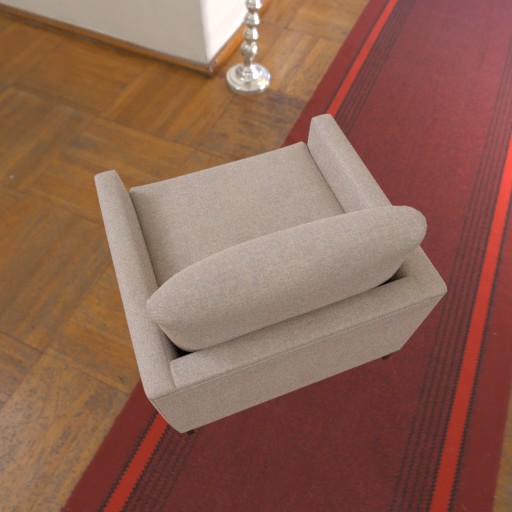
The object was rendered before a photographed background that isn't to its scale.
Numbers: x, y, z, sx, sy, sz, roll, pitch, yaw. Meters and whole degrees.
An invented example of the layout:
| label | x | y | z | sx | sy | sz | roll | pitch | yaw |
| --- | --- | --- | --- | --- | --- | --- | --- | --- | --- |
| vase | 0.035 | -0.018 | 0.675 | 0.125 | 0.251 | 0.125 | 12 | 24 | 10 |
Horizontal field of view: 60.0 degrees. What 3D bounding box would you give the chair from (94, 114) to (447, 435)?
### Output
| label | x | y | z | sx | sy | sz | roll | pitch | yaw |
| --- | --- | --- | --- | --- | --- | --- | --- | --- | --- |
| chair | 0.000 | 0.000 | 1.624 | 0.963 | 0.861 | 0.866 | -18 | 60 | -11 |
